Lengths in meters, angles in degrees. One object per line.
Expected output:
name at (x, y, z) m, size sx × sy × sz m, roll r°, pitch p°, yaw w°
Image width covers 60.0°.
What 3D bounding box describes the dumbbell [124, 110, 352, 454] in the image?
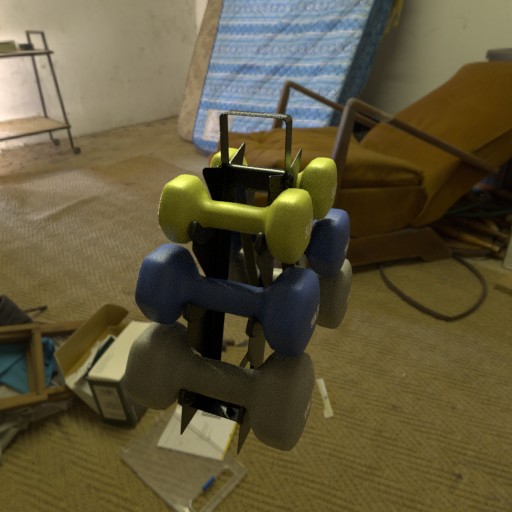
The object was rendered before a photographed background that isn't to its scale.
dumbbell at (0.000, 0.000, 0.683) m, size 0.261 × 0.426 × 0.416 m, roll 11°, pitch 31°, yaw 19°
